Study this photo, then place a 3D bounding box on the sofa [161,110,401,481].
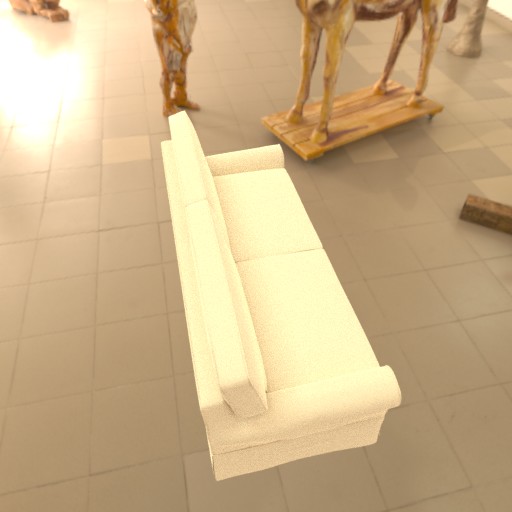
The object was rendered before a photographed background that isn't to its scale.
[{"bbox_3d":[0.000,0.000,2.515,0.862,0.937,2.021,-9,46,-9],"label":"sofa"}]
